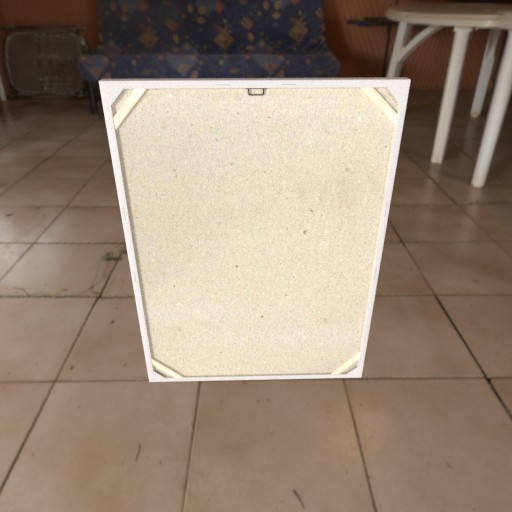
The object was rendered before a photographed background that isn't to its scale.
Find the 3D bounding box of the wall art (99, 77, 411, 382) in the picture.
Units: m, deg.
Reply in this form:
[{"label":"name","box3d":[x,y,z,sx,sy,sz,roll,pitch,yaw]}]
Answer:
[{"label":"wall art","box3d":[0.000,0.000,1.617,0.914,1.212,0.038,-1,30,-1]}]
